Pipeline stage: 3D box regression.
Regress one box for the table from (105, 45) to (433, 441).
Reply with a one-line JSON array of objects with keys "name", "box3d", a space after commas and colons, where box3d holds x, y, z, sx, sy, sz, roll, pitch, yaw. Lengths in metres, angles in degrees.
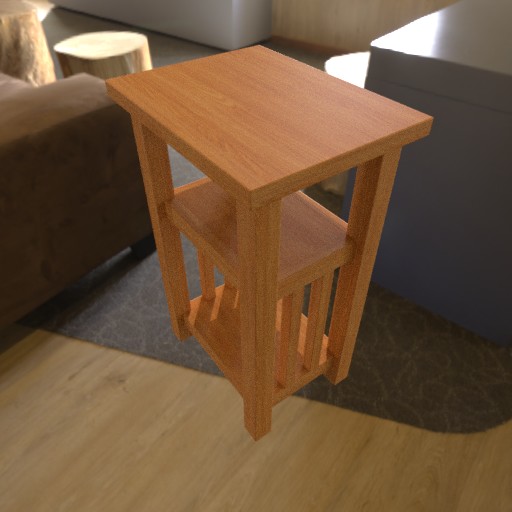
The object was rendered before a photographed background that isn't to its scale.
[{"name": "table", "box3d": [0.000, 0.000, 0.756, 0.270, 0.550, 0.350, -26, 48, -26]}]
